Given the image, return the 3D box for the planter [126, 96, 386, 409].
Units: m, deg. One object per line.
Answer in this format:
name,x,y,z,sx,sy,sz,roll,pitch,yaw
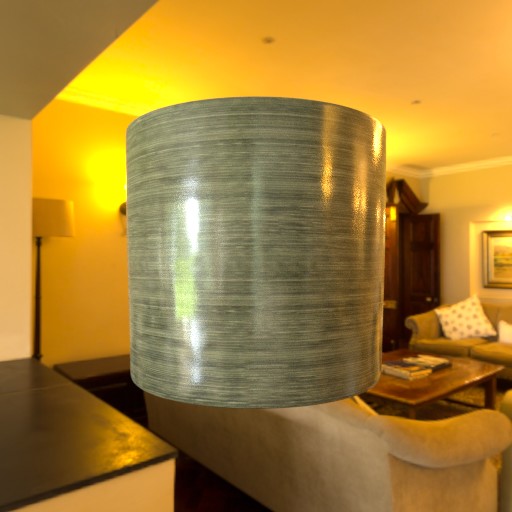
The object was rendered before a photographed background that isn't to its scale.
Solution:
planter,0.000,0.000,0.391,0.221,0.201,0.221,0,-1,0
